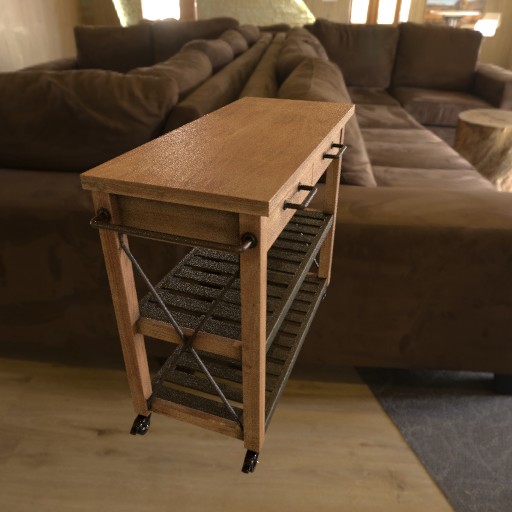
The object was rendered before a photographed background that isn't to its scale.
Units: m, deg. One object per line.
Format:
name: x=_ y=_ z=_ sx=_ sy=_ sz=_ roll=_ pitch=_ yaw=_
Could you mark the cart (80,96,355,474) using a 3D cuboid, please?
cart: x=0.000 y=0.000 z=0.986 sx=0.298 sy=0.554 sz=0.686 roll=10 pitch=31 yaw=17
